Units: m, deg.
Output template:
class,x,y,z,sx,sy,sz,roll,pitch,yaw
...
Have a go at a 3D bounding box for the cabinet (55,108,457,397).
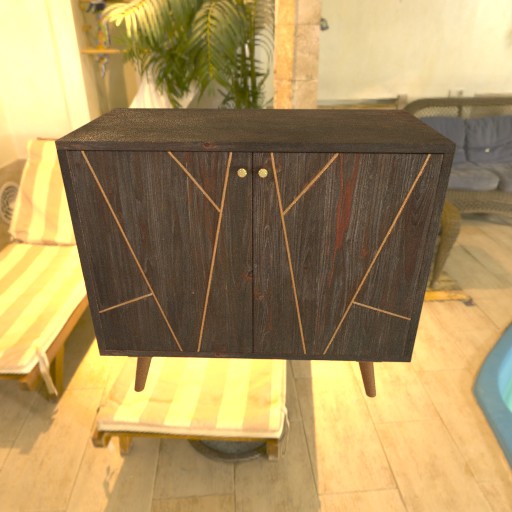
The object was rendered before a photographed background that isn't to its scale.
class,x,y,z,sx,sy,sz,roll,pitch,yaw
cabinet,0.000,0.000,1.540,1.023,0.897,0.529,1,28,2
